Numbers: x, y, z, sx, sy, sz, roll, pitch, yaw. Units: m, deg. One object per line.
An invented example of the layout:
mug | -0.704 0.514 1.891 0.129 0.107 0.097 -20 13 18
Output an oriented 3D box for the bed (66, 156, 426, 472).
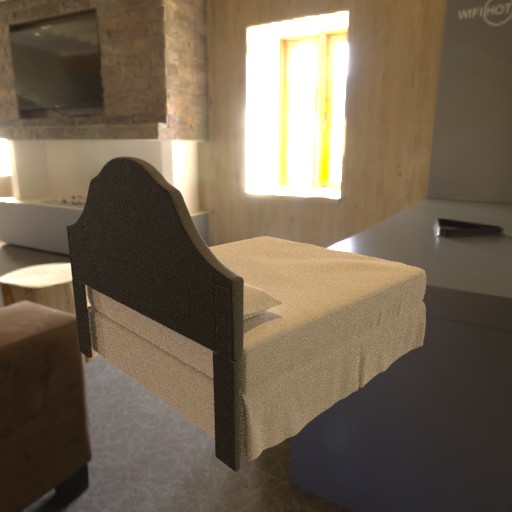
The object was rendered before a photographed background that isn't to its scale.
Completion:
bed | 0.000 0.000 3.574 2.214 1.615 2.008 -14 20 -43
